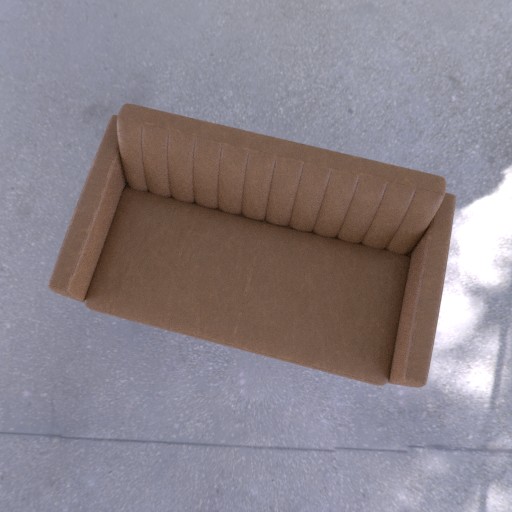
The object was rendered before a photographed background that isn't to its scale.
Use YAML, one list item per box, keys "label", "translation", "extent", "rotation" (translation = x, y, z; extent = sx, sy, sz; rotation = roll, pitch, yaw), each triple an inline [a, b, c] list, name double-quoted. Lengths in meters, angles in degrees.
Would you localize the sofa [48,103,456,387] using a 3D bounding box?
- label: "sofa"
  translation: [0.000, 0.000, 2.381]
  extent: [1.847, 0.821, 0.993]
  rotation: [14, 77, 3]
